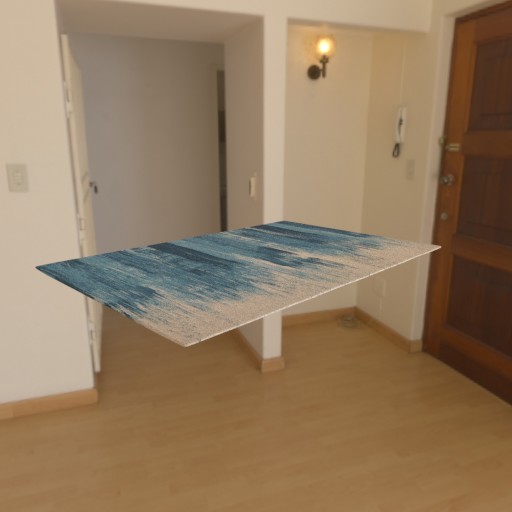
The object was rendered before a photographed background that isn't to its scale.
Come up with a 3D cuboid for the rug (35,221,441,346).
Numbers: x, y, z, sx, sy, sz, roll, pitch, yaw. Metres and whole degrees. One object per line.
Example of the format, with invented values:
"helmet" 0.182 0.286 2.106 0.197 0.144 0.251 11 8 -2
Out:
"rug" 0.000 0.000 2.361 1.232 0.009 1.836 14 20 43
